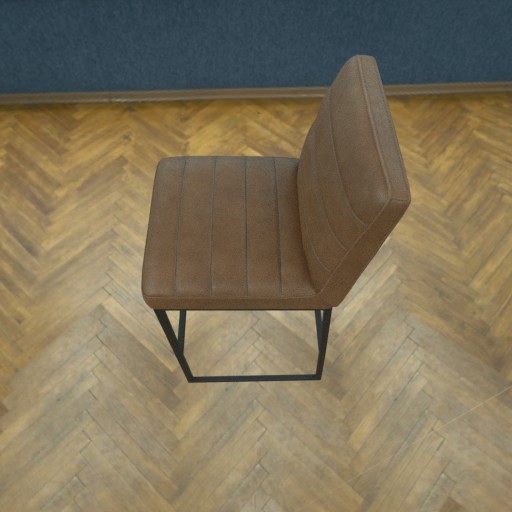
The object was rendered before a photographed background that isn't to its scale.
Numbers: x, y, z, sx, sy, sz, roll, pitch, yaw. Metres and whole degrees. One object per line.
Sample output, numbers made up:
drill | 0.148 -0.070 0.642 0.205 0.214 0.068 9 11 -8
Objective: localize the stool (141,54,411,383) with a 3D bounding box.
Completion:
stool | 0.000 0.000 1.306 0.556 1.040 0.458 -1 58 -1
